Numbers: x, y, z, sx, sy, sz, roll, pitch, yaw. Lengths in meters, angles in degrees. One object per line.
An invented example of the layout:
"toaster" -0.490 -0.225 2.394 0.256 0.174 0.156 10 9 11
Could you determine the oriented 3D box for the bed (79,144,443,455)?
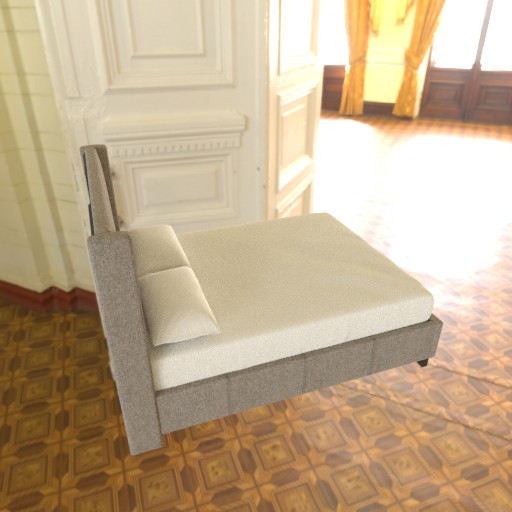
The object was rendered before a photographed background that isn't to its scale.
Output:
"bed" 0.000 0.000 3.372 2.245 1.481 1.714 -10 31 -18
